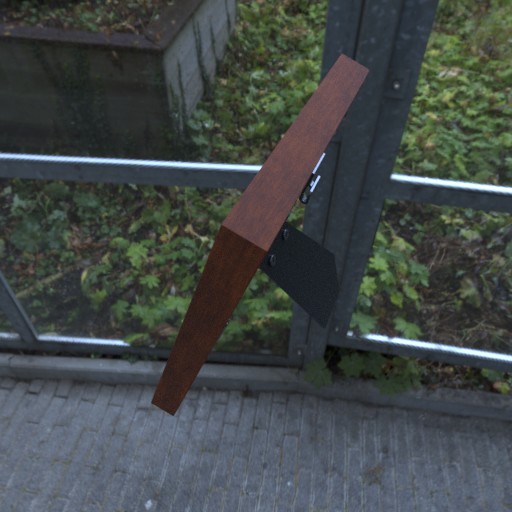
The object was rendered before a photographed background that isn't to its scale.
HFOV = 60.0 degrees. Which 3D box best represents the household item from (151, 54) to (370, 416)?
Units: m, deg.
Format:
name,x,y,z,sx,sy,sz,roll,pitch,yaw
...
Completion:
name,x,y,z,sx,sy,sz,roll,pitch,yaw
household item,0.000,0.000,0.286,0.096,0.204,0.160,17,49,16
